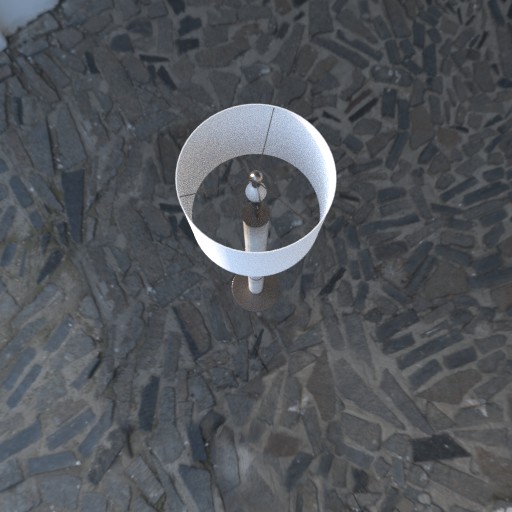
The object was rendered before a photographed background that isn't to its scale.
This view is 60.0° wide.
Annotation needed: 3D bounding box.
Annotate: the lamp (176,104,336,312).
[{"bbox_3d":[0.000,0.000,1.802,0.377,1.599,0.377,-16,77,-4],"label":"lamp"}]
